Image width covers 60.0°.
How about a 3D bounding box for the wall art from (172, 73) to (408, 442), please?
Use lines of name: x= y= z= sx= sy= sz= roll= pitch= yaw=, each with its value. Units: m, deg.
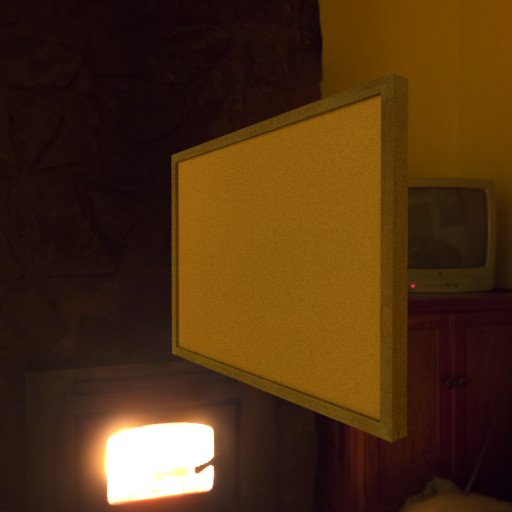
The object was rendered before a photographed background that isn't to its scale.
wall art: x=0.000 y=0.000 z=1.755 sx=0.070 sy=1.009 sz=1.320 roll=-1 pitch=1 yaw=-37
